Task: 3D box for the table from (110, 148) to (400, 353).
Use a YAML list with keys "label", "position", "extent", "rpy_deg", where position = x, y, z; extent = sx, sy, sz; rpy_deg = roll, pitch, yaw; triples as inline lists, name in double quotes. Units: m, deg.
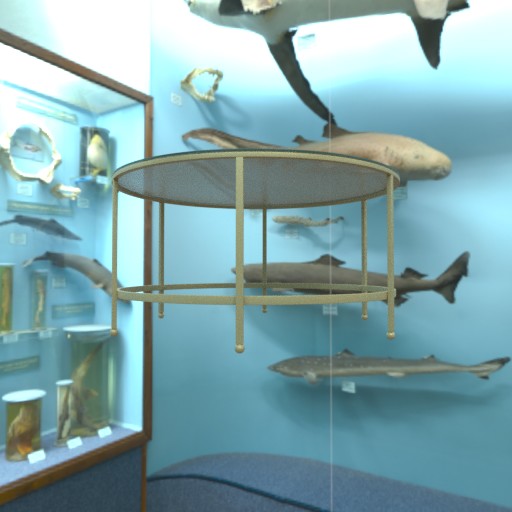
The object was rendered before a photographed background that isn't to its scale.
- label: "table"
  position: [0.000, 0.000, 1.466]
  extent: [0.914, 0.470, 0.914]
  rpy_deg: [0, -2, 0]
